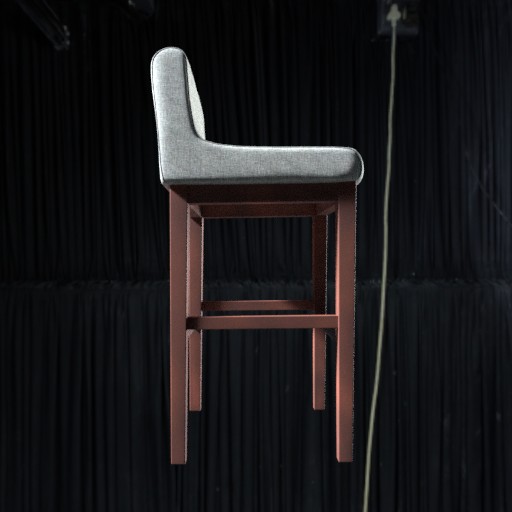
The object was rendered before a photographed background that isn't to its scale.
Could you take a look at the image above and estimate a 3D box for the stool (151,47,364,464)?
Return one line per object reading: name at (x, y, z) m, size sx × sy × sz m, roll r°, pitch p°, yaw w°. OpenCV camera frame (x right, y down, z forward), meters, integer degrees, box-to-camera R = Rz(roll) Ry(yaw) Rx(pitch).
stool at (0.000, 0.000, 1.220) m, size 0.499 × 0.965 × 0.426 m, roll 0°, pitch 0°, yaw -2°
